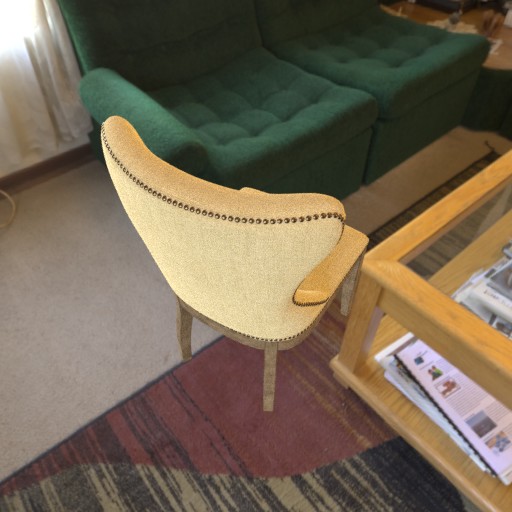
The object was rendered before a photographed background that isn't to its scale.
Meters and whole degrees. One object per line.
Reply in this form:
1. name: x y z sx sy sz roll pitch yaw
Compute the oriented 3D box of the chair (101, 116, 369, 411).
1. chair: 0.000 0.000 1.444 0.654 1.002 0.681 25 52 21
